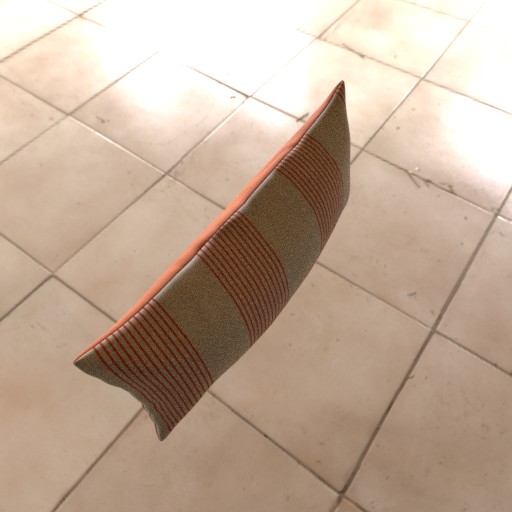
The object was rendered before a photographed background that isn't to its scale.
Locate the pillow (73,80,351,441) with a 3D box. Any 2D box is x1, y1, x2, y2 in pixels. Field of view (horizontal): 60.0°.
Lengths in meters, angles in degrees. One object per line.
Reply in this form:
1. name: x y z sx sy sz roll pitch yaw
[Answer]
1. pillow: 0.000 0.000 0.730 0.156 0.292 0.608 31 63 18
